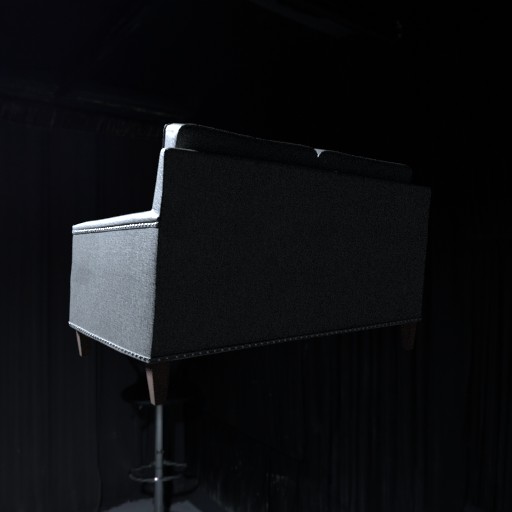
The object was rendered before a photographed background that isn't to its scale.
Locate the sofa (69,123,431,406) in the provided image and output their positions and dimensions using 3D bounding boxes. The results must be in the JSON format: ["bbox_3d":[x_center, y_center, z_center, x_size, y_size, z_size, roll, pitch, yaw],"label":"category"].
[{"bbox_3d":[0.000,0.000,2.284,1.597,1.003,1.084,0,1,-37],"label":"sofa"}]
